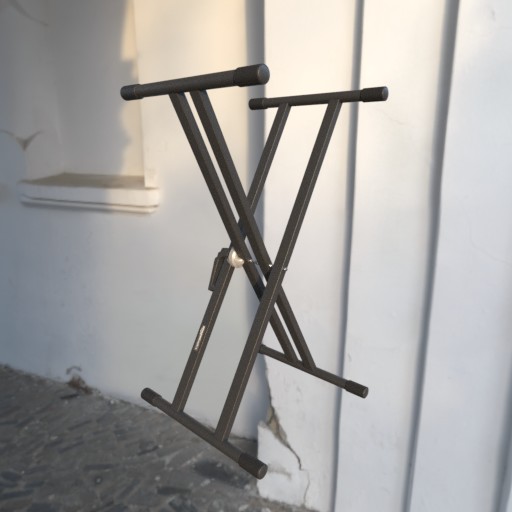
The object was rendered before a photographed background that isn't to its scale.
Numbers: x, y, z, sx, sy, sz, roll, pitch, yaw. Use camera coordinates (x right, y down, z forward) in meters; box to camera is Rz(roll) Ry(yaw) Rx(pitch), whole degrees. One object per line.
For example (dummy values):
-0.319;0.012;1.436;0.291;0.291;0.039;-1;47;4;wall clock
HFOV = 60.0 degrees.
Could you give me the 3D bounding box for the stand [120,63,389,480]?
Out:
0.000;0.000;1.249;0.495;0.900;0.503;13;19;42;stand
